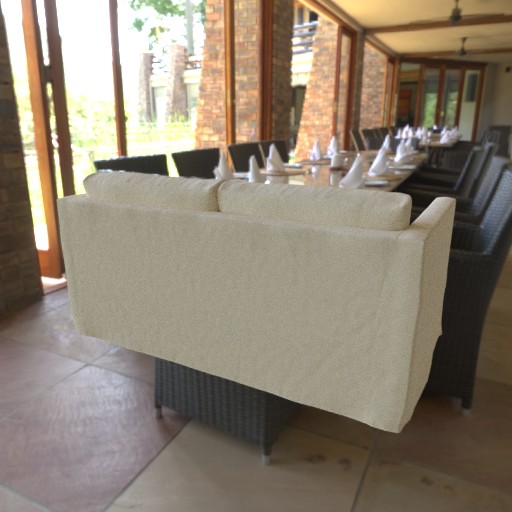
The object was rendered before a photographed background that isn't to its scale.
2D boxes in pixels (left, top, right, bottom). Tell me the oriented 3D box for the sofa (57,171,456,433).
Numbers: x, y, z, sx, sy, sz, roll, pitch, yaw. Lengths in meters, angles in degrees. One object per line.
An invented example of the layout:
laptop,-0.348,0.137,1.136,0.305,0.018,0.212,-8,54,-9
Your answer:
sofa,0.000,0.000,2.233,1.746,0.834,0.962,9,19,27
